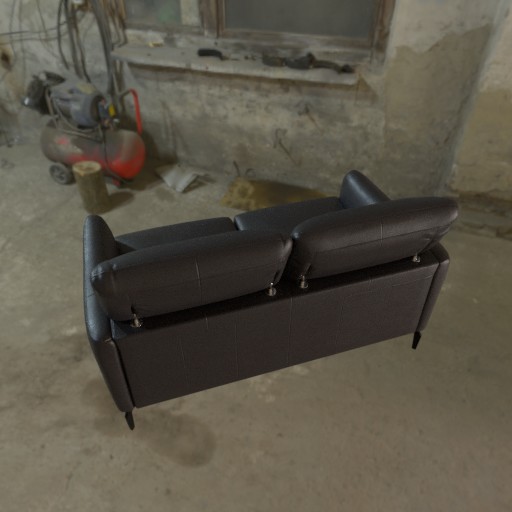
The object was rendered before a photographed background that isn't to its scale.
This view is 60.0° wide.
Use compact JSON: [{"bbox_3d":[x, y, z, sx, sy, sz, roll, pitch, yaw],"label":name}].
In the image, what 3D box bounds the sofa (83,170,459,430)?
[{"bbox_3d":[0.000,0.000,2.171,1.596,0.920,0.958,-12,42,-13],"label":"sofa"}]
